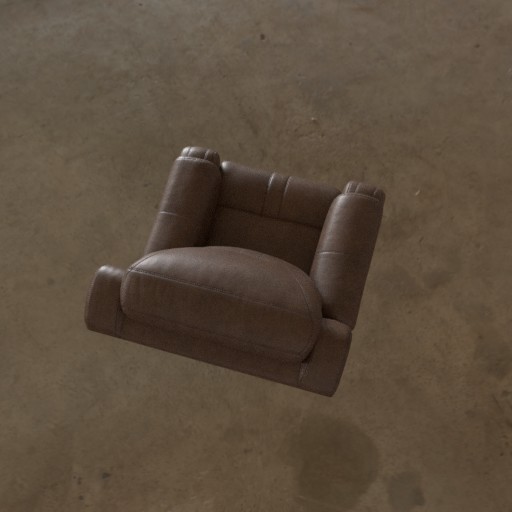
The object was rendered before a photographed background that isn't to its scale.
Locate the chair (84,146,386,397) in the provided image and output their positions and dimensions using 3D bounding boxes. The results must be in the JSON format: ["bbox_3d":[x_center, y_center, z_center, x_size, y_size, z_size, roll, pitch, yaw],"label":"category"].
[{"bbox_3d":[0.000,0.000,1.802,0.940,0.990,1.067,14,64,7],"label":"chair"}]
